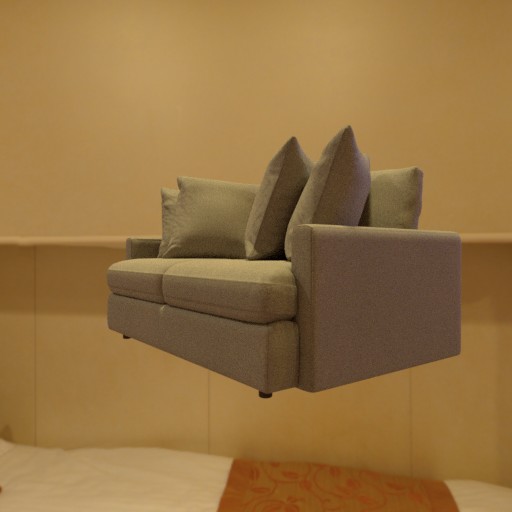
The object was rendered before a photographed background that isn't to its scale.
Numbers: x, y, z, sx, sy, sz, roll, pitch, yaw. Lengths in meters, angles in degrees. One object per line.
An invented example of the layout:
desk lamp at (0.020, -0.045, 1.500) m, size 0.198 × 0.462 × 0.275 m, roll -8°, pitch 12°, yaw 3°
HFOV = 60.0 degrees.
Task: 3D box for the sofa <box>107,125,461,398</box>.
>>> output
sofa at (0.000, 0.000, 2.602) m, size 1.228 × 1.080 × 1.869 m, roll 0°, pitch 0°, yaw -37°
